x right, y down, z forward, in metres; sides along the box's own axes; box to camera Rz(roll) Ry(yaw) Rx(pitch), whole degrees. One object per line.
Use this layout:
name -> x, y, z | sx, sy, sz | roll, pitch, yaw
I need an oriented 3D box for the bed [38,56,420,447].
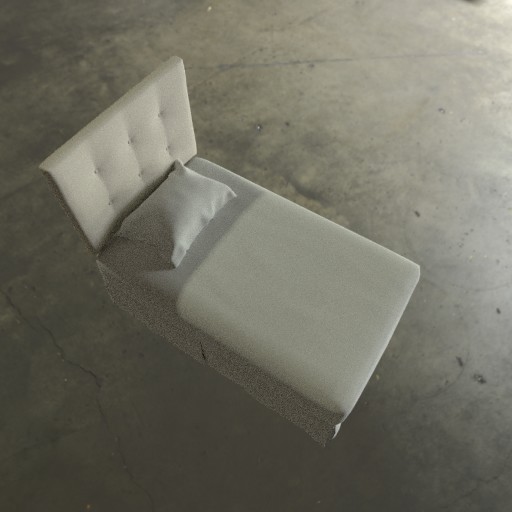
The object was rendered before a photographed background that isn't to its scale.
bed -> 0.000, 0.000, 2.913 | 1.997, 1.571, 1.261 | 29, 62, 17
